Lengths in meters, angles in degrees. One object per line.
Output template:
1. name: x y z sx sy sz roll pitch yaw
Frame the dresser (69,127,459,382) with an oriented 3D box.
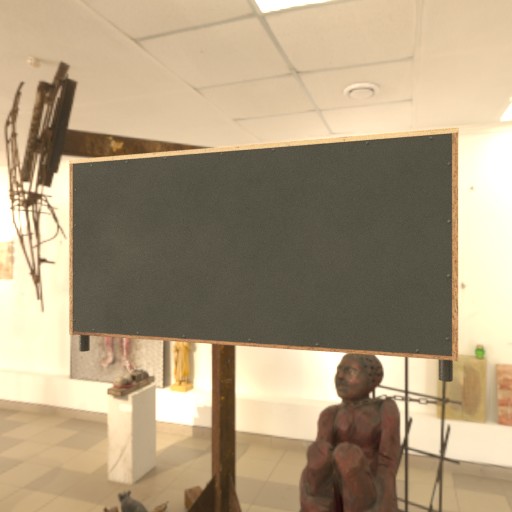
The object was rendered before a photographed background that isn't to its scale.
1. dresser: 0.000 0.000 1.910 1.547 0.834 0.487 0 0 18
